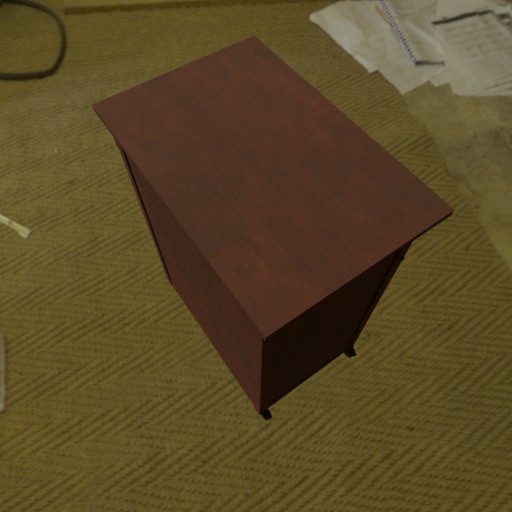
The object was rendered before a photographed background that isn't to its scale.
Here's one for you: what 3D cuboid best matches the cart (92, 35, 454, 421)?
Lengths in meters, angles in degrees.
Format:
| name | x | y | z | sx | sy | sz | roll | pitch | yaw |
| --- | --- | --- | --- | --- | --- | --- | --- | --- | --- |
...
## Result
| name | x | y | z | sx | sy | sz | roll | pitch | yaw |
| --- | --- | --- | --- | --- | --- | --- | --- | --- | --- |
| cart | 0.000 | 0.000 | 1.290 | 0.442 | 0.864 | 0.683 | -31 | 64 | -17 |
